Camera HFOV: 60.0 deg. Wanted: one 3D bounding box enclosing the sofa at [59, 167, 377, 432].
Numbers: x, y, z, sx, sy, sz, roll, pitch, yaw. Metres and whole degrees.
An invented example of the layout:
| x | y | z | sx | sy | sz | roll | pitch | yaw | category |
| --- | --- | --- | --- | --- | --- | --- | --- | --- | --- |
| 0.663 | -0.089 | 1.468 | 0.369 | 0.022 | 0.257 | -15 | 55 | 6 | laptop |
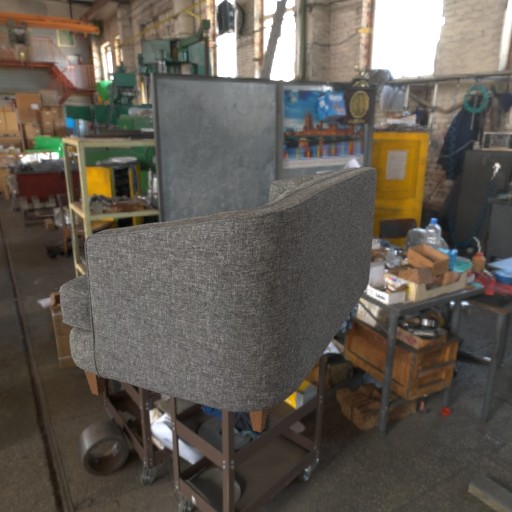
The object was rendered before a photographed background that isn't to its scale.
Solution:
| x | y | z | sx | sy | sz | roll | pitch | yaw | category |
| --- | --- | --- | --- | --- | --- | --- | --- | --- | --- |
| 0.000 | 0.000 | 2.267 | 0.941 | 0.855 | 1.733 | 8 | 18 | 24 | sofa |
